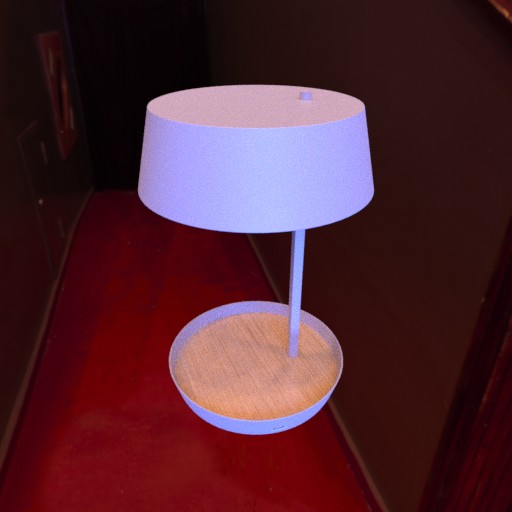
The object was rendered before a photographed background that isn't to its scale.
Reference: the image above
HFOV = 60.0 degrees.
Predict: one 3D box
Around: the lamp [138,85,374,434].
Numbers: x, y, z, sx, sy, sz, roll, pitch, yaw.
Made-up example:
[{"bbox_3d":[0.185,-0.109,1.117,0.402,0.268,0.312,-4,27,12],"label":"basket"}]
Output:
[{"bbox_3d":[0.000,0.000,0.615,0.291,0.429,0.291,0,30,0],"label":"lamp"}]
